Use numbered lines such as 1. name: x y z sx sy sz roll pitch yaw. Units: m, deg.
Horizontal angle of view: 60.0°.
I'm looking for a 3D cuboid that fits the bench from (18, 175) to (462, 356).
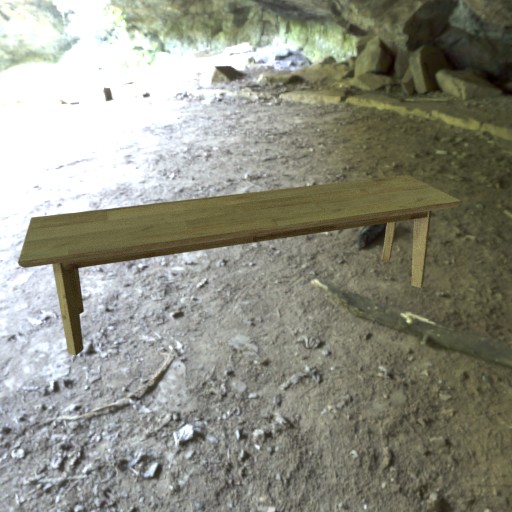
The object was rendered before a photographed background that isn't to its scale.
1. bench: 0.000 0.000 1.883 1.698 0.431 0.378 -9 29 -16
